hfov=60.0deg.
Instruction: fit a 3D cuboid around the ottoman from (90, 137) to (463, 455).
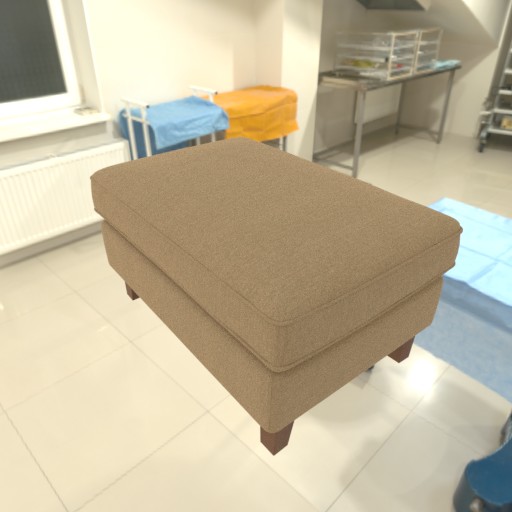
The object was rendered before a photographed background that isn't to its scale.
[{"bbox_3d":[0.000,0.000,1.336,0.636,0.521,0.945,-22,38,-32],"label":"ottoman"}]
